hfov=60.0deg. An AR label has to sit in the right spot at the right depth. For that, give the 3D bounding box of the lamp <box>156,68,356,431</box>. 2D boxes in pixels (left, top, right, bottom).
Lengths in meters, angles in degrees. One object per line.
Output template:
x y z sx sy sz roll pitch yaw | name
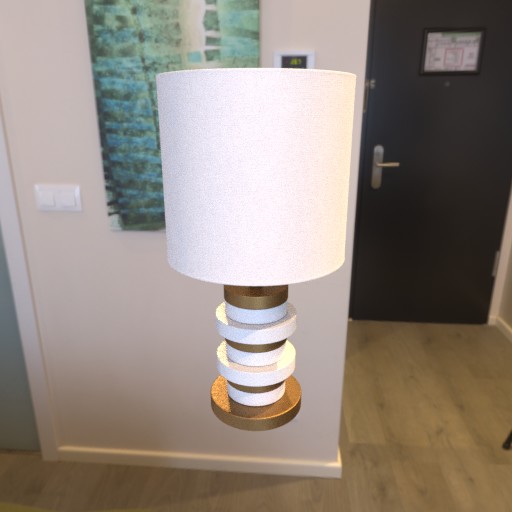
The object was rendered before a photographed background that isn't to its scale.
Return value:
0.000 0.000 0.535 0.210 0.410 0.210 -8 20 -24 | lamp
